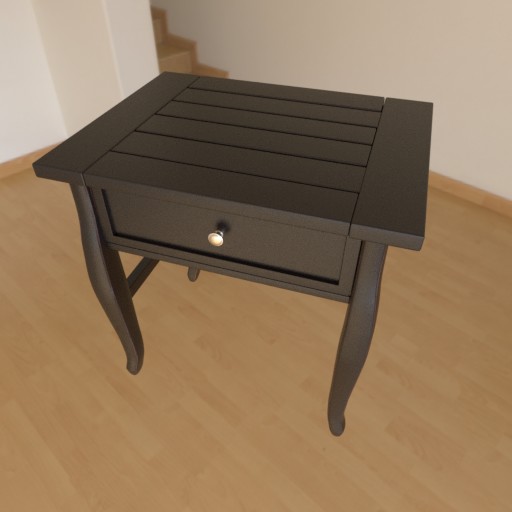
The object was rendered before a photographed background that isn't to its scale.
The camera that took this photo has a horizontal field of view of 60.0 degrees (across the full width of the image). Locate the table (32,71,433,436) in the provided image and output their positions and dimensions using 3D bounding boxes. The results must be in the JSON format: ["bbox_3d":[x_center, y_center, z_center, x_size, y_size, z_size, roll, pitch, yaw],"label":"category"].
[{"bbox_3d":[0.000,0.000,0.995,0.602,0.604,0.460,12,42,14],"label":"table"}]
